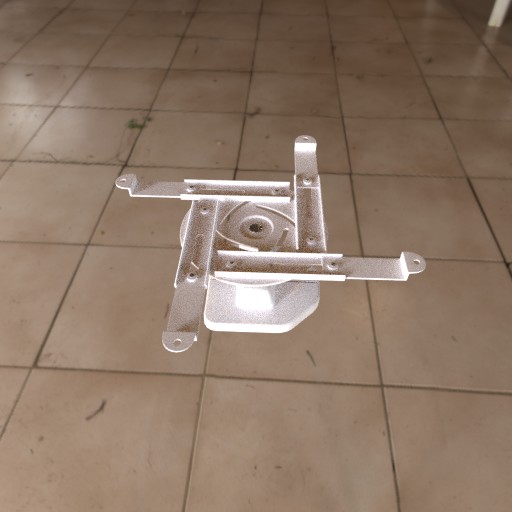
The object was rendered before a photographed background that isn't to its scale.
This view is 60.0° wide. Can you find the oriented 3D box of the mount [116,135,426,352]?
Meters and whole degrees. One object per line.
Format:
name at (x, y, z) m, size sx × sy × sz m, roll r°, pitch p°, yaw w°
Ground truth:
mount at (0.000, 0.000, 0.611) m, size 0.394 × 0.141 × 0.394 m, roll 2°, pitch 46°, yaw 2°
